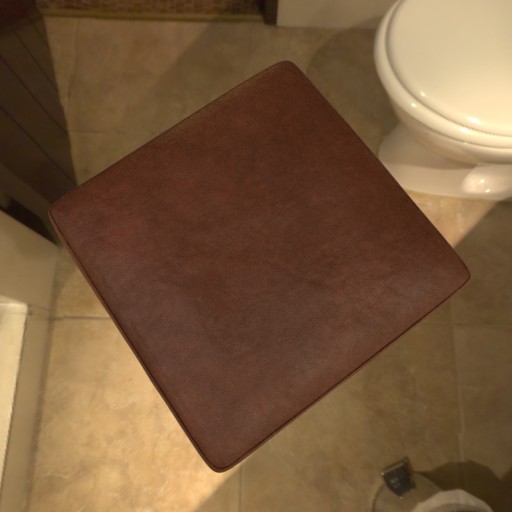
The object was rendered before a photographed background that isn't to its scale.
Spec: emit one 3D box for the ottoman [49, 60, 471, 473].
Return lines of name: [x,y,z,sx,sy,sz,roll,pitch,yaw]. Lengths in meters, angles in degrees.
ottoman: [0.000,0.000,1.307,0.844,0.415,0.836,-35,79,-8]
